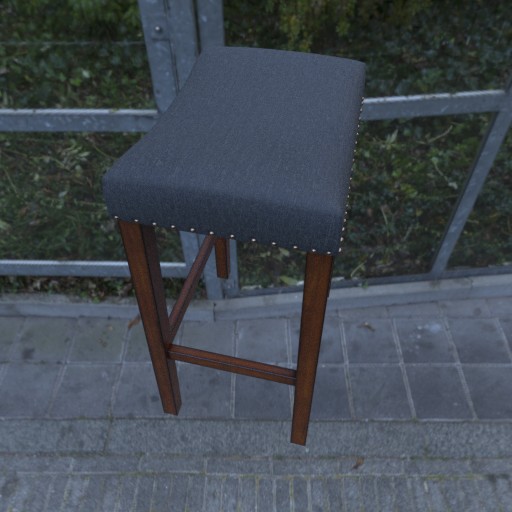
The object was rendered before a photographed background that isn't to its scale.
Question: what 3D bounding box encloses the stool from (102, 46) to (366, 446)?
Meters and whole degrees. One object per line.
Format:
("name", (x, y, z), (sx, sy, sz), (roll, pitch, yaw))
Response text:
("stool", (0.000, 0.000, 1.005), (0.366, 0.748, 0.502), (10, 47, 9))
